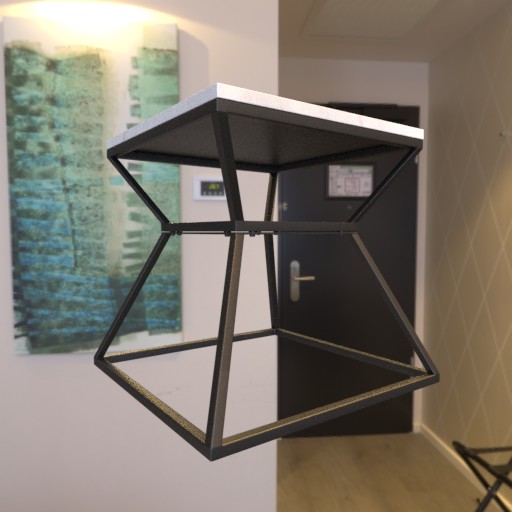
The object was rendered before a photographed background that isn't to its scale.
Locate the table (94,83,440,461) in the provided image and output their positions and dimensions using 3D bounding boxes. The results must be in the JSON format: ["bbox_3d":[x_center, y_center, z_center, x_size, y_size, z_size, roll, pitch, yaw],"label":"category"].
[{"bbox_3d":[0.000,0.000,0.804,0.455,0.431,0.455,-2,4,-36],"label":"table"}]
